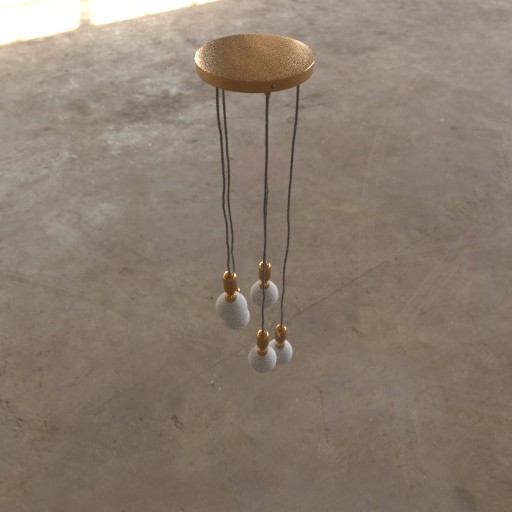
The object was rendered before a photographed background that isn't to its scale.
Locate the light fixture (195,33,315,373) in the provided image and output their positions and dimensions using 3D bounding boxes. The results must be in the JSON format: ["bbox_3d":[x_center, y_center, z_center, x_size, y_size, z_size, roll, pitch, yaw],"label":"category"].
[{"bbox_3d":[0.000,0.000,0.518,0.108,0.457,0.105,-11,47,-11],"label":"light fixture"}]
